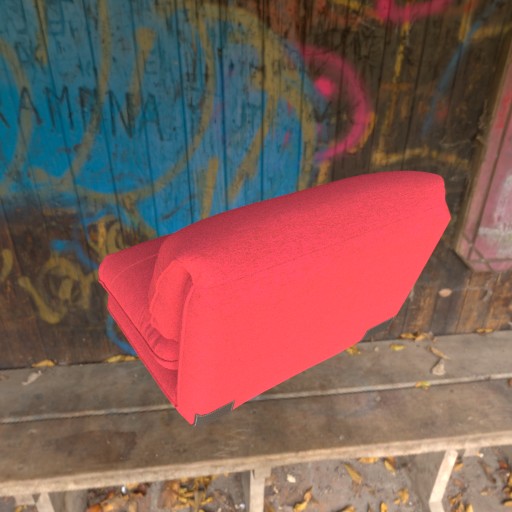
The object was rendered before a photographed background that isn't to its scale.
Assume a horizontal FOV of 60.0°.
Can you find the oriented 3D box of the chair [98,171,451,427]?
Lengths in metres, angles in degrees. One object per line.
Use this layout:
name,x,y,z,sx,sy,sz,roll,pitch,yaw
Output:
chair,0.000,0.000,1.377,0.820,0.580,0.780,-19,35,-30
